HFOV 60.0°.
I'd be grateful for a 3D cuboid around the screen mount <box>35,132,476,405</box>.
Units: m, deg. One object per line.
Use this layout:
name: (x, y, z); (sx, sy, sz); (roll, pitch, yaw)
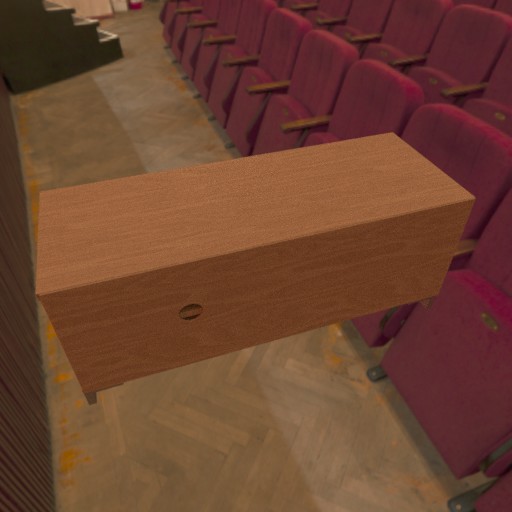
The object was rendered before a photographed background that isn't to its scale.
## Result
screen mount: (0.000, 0.000, 1.315); (1.084, 0.432, 0.406); (-13, 43, -14)
